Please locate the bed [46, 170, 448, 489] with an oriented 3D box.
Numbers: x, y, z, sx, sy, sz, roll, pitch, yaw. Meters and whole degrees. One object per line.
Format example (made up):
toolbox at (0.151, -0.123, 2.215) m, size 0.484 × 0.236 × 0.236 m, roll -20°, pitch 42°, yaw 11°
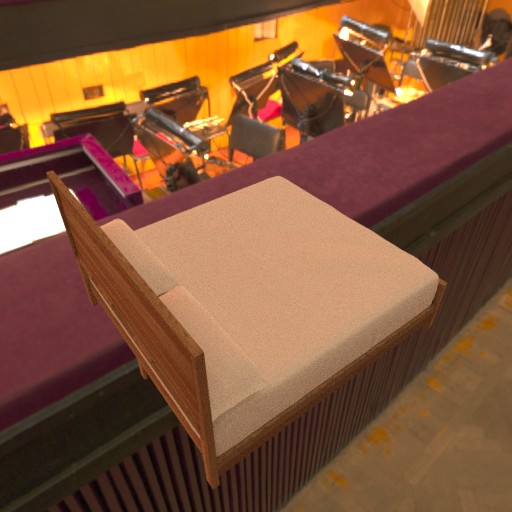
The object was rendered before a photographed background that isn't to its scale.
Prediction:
bed at (0.000, 0.000, 3.424) m, size 2.184 × 1.295 × 2.013 m, roll -26°, pitch 46°, yaw -28°
